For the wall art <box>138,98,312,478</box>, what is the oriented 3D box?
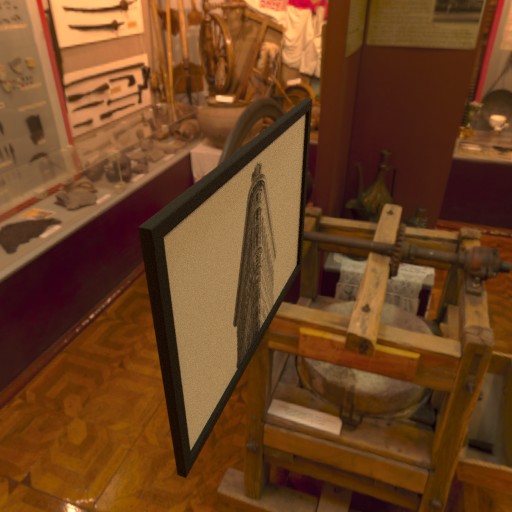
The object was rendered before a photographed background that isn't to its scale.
[{"bbox_3d":[0.000,0.000,1.240,0.026,0.656,0.958,12,34,18],"label":"wall art"}]
